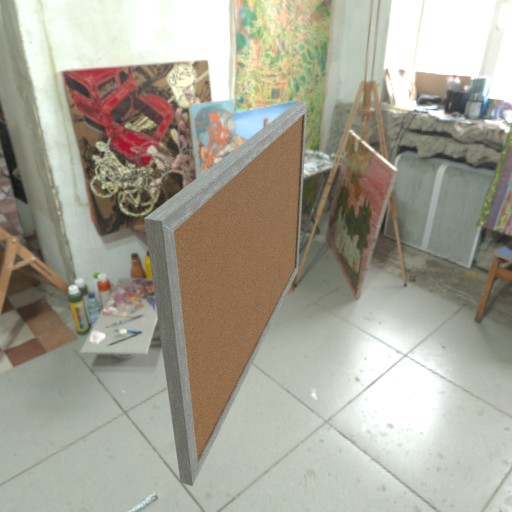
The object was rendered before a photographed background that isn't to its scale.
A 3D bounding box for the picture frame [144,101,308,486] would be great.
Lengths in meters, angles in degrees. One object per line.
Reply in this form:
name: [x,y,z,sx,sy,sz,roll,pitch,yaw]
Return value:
picture frame: [0.000,0.000,1.205,0.029,0.640,0.950,10,31,16]
